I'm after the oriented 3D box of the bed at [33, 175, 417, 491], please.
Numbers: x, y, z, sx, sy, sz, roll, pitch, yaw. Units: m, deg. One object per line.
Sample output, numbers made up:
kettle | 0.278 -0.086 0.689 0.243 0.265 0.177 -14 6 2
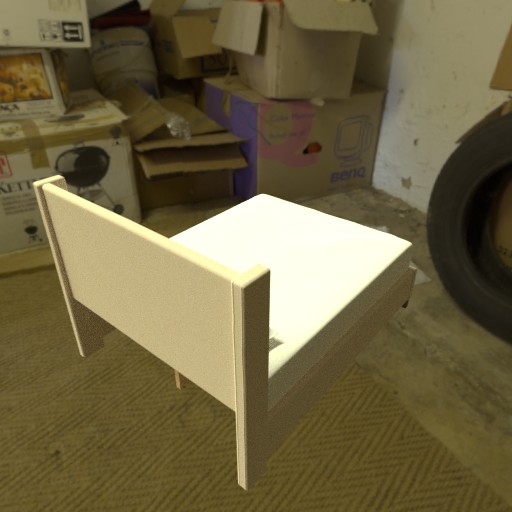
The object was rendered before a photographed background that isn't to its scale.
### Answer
bed | 0.000 0.000 3.436 1.778 1.471 2.293 23 38 33
